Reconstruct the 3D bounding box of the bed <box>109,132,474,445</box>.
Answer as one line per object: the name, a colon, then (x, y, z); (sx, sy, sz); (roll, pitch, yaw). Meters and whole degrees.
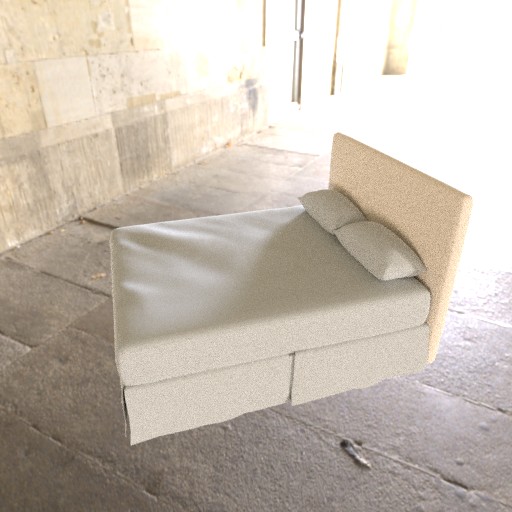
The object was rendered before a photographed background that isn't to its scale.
bed: (0.000, 0.000, 3.263); (2.142, 1.330, 1.748); (-8, 30, -15)
